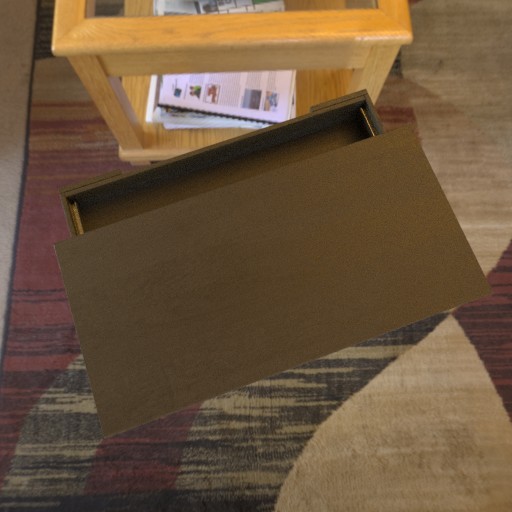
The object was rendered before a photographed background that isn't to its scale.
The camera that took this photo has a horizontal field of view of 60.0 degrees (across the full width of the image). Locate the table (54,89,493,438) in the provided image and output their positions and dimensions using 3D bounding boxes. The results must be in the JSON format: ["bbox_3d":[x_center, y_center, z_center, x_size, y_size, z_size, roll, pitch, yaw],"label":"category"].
[{"bbox_3d":[0.000,0.000,1.417,1.000,0.570,0.711,-19,77,-5],"label":"table"}]
